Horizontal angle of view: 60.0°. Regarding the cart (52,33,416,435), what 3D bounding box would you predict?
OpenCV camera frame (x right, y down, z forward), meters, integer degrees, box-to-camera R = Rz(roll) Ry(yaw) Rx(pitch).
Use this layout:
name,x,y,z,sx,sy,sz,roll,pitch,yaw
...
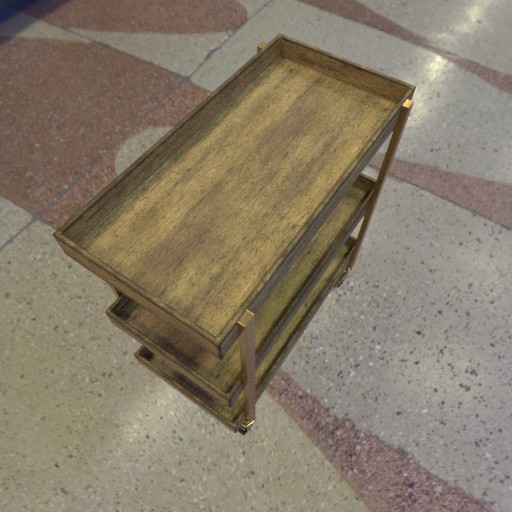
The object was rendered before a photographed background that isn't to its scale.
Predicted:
name,x,y,z,sx,sy,sz,roll,pitch,yaw
cart,0.000,0.000,1.236,0.416,0.799,0.750,30,63,17
